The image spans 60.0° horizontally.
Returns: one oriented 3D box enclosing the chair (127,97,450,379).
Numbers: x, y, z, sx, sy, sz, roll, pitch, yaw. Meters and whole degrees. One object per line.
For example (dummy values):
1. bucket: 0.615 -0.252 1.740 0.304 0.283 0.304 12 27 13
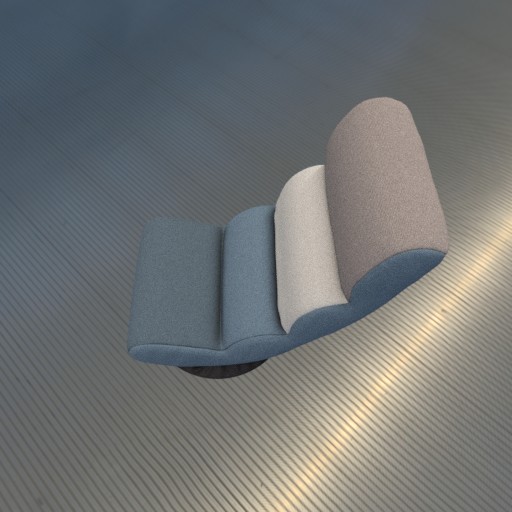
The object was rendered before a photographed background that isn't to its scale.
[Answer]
1. chair: 0.000 0.000 1.081 0.661 0.641 0.420 -1 58 -1
